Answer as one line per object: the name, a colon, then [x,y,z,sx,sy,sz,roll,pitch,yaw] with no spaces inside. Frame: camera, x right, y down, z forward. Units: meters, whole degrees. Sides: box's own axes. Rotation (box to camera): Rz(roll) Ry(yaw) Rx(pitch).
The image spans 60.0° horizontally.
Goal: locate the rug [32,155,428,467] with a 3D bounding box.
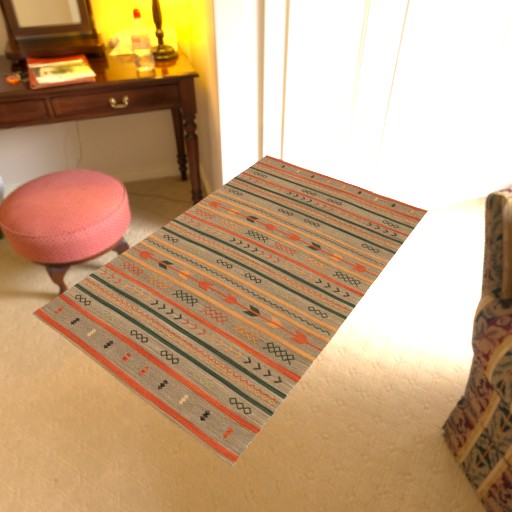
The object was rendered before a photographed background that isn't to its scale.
rug: [0.000,0.000,3.043,1.537,0.029,2.439,26,47,27]
